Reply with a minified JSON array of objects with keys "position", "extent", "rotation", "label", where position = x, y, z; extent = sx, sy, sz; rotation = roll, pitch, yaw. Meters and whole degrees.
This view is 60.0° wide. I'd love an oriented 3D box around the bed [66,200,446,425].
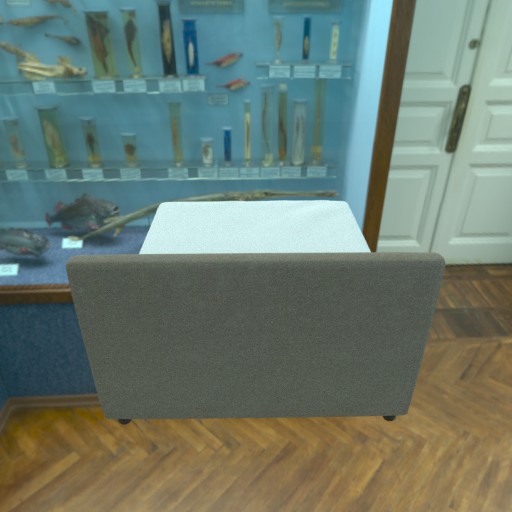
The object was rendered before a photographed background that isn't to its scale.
[{"position":[0.000,0.000,3.654],"extent":[2.119,1.317,2.341],"rotation":[0,31,-1],"label":"bed"}]
